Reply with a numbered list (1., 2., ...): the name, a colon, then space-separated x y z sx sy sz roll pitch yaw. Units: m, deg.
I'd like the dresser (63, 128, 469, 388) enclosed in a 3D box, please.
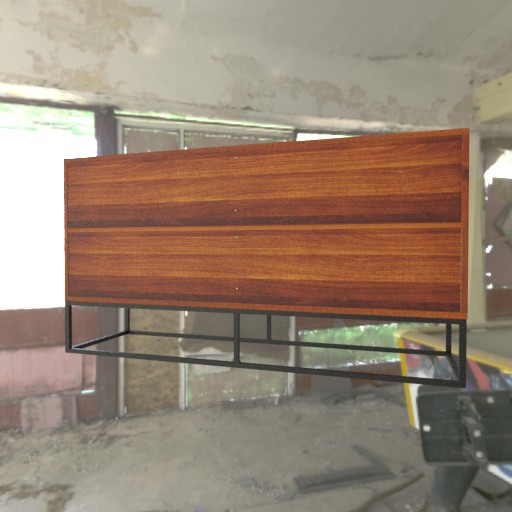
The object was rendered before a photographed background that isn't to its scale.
1. dresser: 0.000 0.000 1.833 1.536 0.810 0.464 0 1 18
